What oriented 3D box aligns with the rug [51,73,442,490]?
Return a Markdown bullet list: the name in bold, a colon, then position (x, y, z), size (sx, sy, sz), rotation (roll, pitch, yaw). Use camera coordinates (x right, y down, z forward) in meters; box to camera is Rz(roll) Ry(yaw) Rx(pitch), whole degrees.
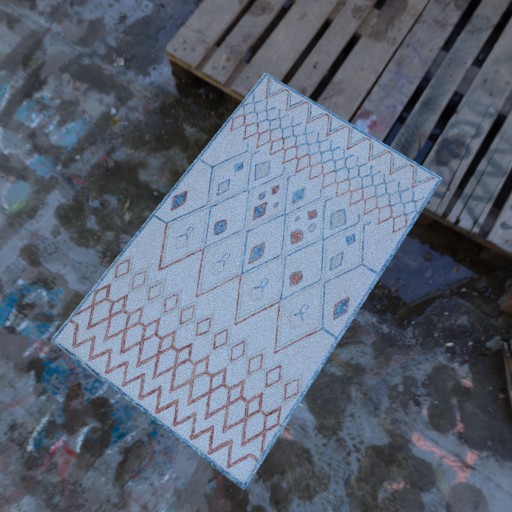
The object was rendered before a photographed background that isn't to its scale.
- **rug**: position (0.000, 0.000, 2.993), size (1.524, 0.015, 2.438), rotation (34, 78, 8)
